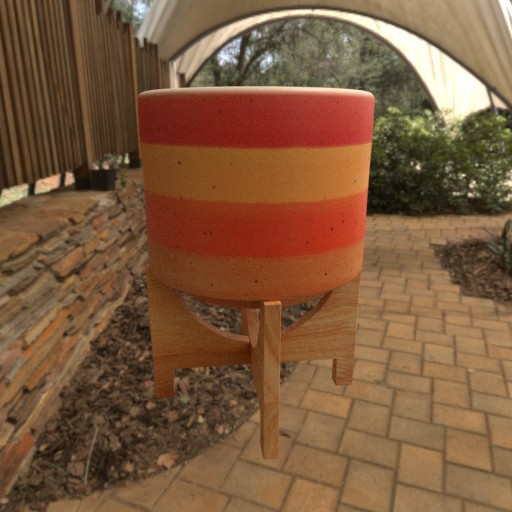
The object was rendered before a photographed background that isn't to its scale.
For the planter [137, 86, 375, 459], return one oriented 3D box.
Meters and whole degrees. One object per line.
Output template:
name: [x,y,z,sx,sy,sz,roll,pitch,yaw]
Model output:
planter: [0.000,0.000,0.551,0.269,0.379,0.269,0,17,0]
